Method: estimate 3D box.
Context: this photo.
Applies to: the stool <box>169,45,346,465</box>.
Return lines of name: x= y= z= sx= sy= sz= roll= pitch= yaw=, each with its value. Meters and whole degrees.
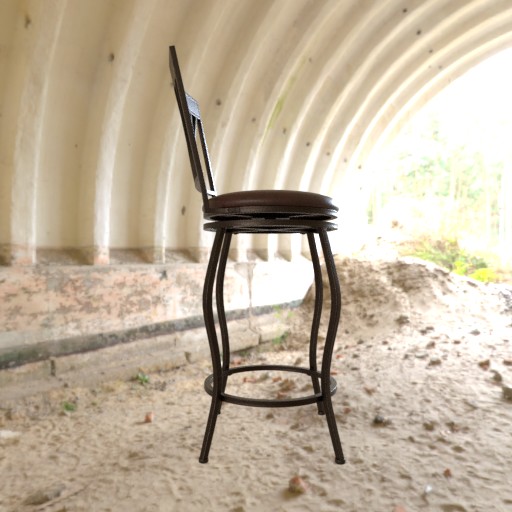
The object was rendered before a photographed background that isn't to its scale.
stool: x=0.000 y=0.000 z=1.387 sx=0.514 sy=1.117 sz=0.433 roll=0 pitch=0 yaw=1
